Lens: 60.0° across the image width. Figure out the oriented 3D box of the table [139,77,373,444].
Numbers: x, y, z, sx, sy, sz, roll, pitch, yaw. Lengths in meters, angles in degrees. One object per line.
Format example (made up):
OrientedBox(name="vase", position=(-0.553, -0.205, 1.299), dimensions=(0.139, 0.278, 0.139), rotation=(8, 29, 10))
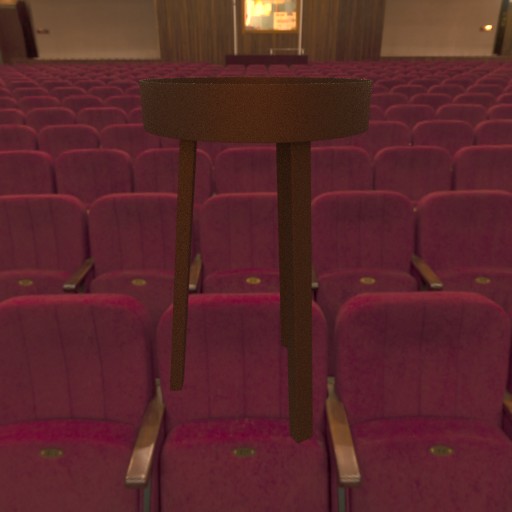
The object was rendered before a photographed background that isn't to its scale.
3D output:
OrientedBox(name="table", position=(0.000, 0.000, 0.928), dimensions=(0.406, 0.686, 0.406), rotation=(0, 23, 0))
